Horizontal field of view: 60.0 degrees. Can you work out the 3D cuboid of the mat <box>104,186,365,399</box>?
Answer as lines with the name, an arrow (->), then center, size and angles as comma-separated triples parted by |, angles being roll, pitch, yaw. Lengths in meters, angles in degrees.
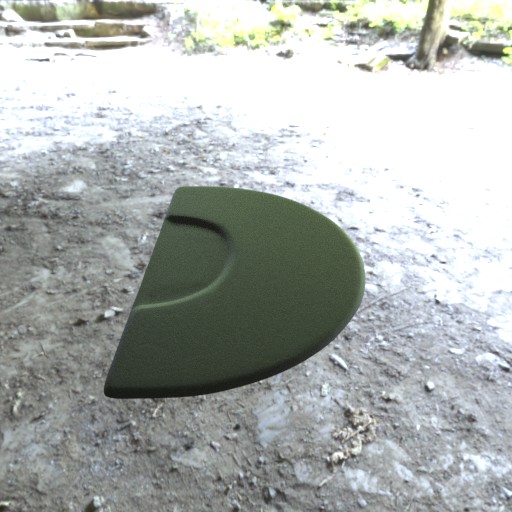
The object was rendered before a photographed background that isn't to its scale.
mat -> 0.000, 0.000, 1.921 | 0.917, 0.022, 1.525 | 0, 32, 0
